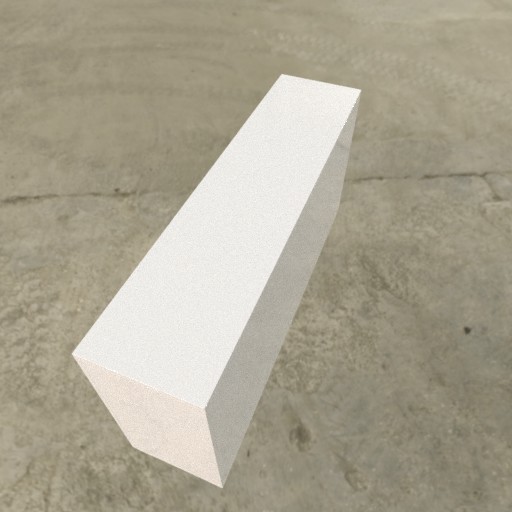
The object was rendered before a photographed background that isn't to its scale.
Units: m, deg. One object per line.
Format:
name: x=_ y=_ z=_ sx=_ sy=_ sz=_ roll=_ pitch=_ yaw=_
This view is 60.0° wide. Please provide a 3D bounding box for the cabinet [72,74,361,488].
cabinet: x=0.000 y=0.000 z=1.946 sx=0.400 sy=0.800 sz=1.650 roll=17 pitch=52 yaw=14
